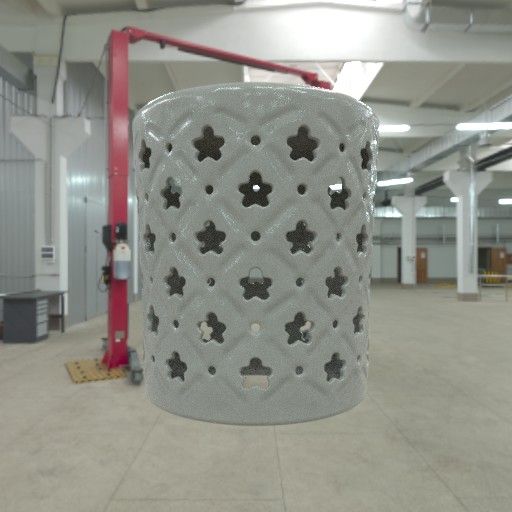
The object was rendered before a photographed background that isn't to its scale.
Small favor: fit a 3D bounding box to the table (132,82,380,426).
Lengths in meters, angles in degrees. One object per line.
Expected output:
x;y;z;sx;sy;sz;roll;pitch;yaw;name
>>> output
0.000;0.000;0.653;0.352;0.387;0.352;0;0;0;table
